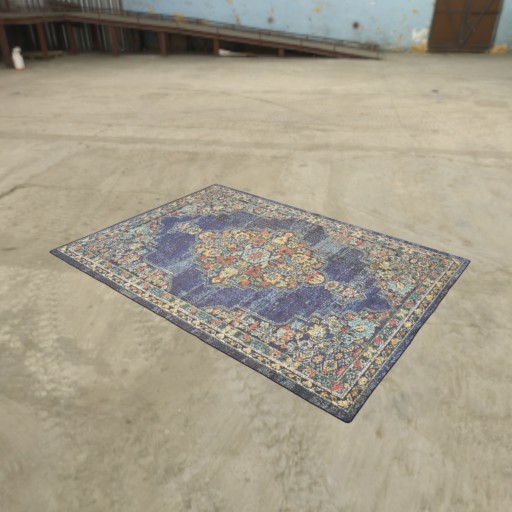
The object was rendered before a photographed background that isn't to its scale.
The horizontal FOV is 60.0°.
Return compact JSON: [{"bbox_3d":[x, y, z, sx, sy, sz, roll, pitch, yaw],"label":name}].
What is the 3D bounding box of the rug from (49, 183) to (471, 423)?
[{"bbox_3d":[0.000,0.000,2.883,2.232,0.009,1.630,22,36,33],"label":"rug"}]
